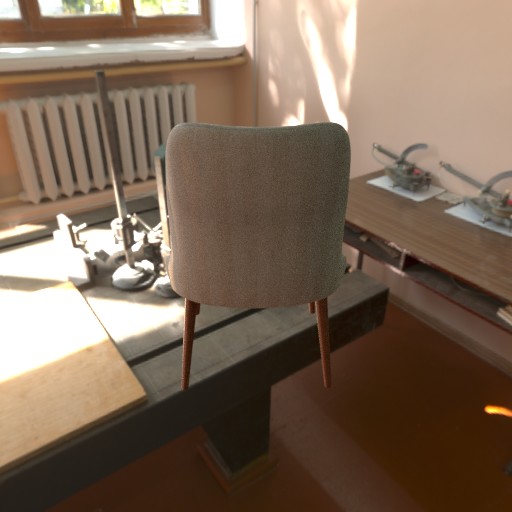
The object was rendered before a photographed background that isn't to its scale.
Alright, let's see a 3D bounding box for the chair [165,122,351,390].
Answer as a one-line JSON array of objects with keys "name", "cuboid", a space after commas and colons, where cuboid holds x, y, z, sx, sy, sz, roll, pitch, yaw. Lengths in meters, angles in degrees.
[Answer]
[{"name": "chair", "cuboid": [0.000, 0.000, 1.307, 0.526, 0.917, 0.684, -1, 30, -1]}]
